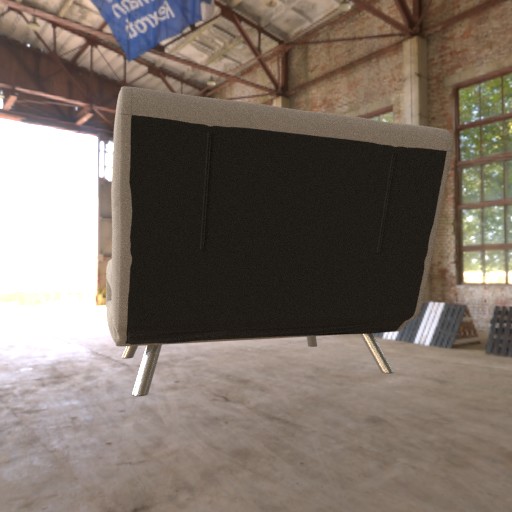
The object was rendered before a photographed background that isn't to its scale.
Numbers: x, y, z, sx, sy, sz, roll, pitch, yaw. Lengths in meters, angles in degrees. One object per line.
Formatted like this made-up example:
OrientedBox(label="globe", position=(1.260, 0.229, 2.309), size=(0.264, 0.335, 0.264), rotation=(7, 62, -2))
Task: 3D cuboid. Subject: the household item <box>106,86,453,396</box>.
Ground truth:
OrientedBox(label="household item", position=(0.000, 0.000, 1.580), size=(1.000, 0.800, 0.874), rotation=(1, -2, -20))
